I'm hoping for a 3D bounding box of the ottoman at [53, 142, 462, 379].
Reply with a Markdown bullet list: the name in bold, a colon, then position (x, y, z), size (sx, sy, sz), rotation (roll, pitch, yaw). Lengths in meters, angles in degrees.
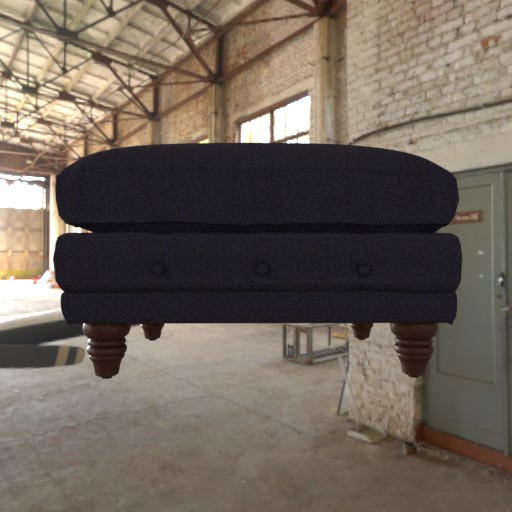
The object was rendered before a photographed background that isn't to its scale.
- **ottoman**: position (0.000, 0.000, 1.089), size (0.767, 0.486, 0.558), rotation (0, -1, -1)
